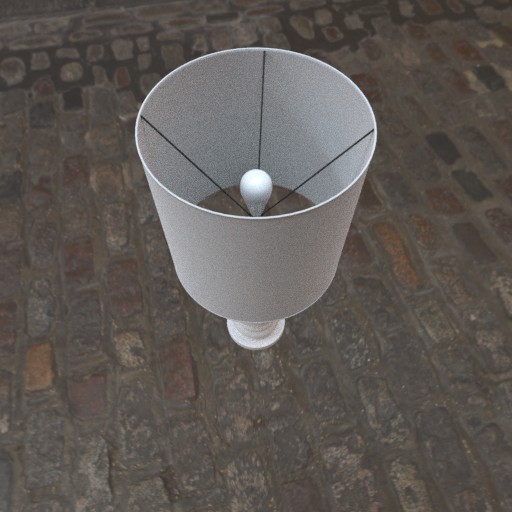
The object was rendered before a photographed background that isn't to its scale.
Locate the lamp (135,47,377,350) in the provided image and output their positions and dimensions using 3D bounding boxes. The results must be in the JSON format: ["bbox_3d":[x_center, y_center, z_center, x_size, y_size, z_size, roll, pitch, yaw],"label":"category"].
[{"bbox_3d":[0.000,0.000,0.581,0.208,0.455,0.208,-13,60,-8],"label":"lamp"}]
